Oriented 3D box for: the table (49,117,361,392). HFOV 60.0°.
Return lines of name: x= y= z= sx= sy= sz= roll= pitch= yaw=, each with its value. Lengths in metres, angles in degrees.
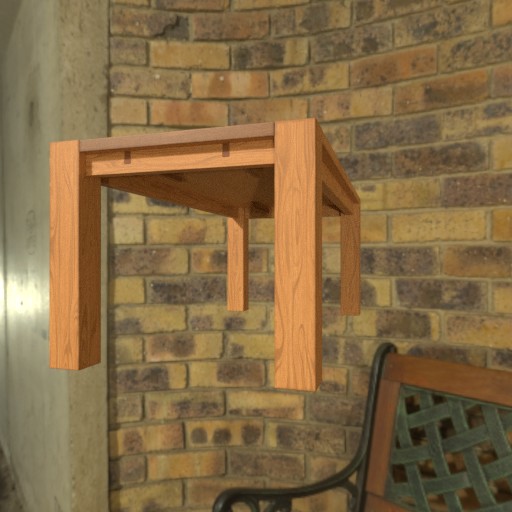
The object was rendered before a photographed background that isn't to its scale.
table: x=0.000 y=0.000 z=2.217 sx=0.900 sy=0.760 sz=1.800 roll=0 pitch=0 yaw=17
